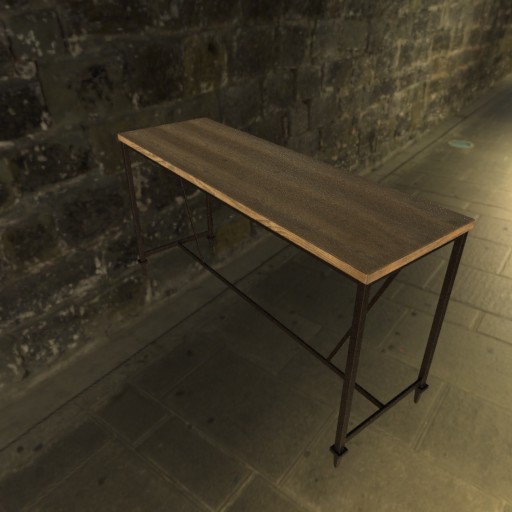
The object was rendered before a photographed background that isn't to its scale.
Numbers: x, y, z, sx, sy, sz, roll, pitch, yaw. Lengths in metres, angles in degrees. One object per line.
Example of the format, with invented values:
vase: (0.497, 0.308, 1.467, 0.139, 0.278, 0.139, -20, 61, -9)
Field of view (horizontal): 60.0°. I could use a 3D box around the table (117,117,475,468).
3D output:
table: (0.000, 0.000, 2.144, 0.551, 0.902, 1.700, -22, 38, -31)
